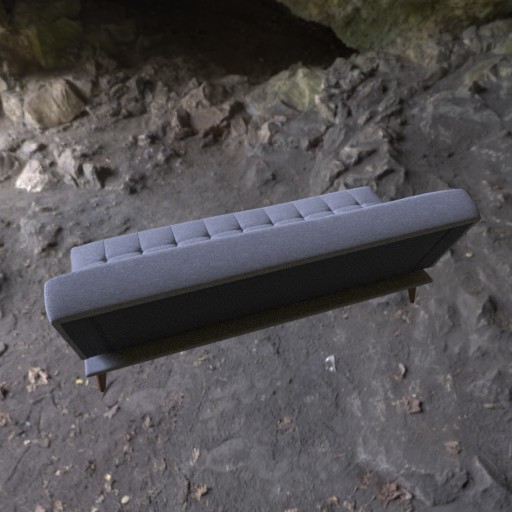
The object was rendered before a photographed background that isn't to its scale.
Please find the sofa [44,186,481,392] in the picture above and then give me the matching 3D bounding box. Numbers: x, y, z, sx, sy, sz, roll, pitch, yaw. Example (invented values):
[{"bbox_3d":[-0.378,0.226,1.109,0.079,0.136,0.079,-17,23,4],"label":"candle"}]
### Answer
[{"bbox_3d":[0.000,0.000,2.224,1.800,0.810,0.860,-13,45,-14],"label":"sofa"}]
